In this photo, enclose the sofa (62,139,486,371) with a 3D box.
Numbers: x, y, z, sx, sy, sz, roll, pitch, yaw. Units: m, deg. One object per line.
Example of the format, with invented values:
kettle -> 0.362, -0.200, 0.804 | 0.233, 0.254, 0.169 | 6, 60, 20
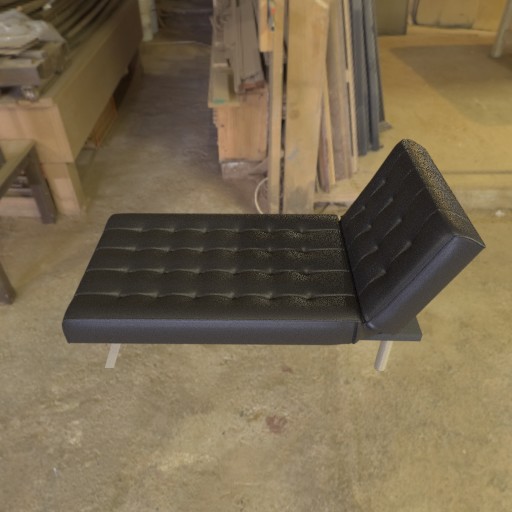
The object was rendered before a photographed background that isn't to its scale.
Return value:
sofa -> 0.000, 0.000, 2.003 | 1.560, 0.820, 0.760 | 0, 40, 0
